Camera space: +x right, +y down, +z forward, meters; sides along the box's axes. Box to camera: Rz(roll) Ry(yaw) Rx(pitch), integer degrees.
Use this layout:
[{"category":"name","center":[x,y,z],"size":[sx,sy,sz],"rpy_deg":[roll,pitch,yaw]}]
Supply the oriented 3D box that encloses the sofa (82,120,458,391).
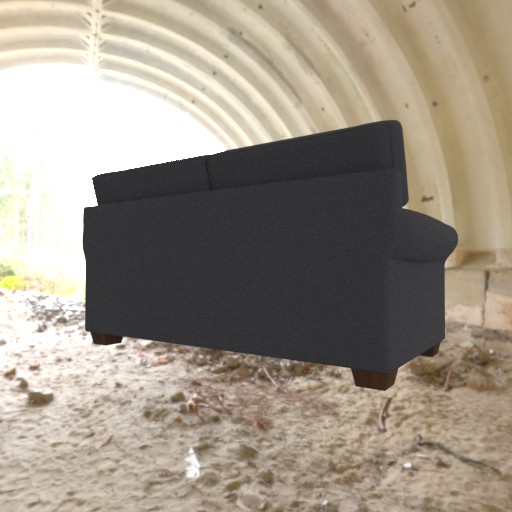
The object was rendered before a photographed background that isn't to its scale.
[{"category":"sofa","center":[0.000,0.000,2.460],"size":[1.930,1.020,0.940],"rpy_deg":[-1,-1,35]}]
